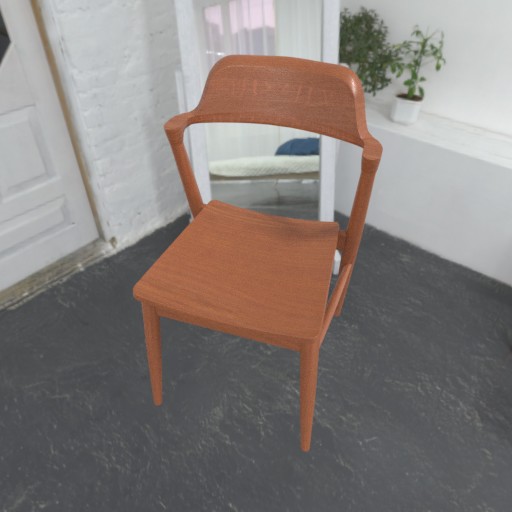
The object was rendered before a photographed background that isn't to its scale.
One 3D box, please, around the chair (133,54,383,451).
[{"bbox_3d":[0.000,0.000,1.101,0.496,0.801,0.499,12,42,13],"label":"chair"}]
